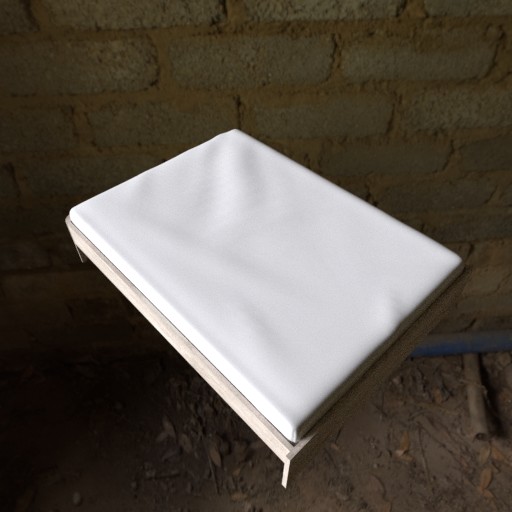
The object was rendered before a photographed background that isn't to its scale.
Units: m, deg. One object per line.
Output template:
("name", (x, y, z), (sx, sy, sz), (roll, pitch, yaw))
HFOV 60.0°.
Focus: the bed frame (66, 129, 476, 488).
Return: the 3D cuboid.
("bed frame", (0.000, 0.000, 2.663), (1.490, 0.462, 1.950), (-35, 55, -28))
